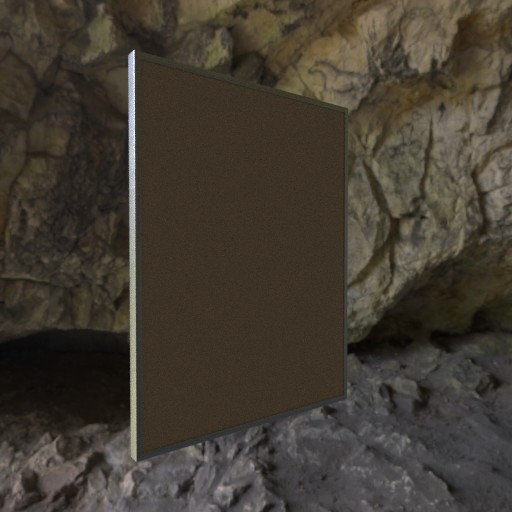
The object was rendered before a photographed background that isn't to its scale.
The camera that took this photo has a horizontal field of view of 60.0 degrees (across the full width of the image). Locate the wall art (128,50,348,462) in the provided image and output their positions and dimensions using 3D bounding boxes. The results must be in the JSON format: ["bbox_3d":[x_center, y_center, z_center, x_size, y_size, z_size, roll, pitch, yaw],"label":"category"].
[{"bbox_3d":[0.000,0.000,1.396,0.803,1.062,0.041,-1,2,-36],"label":"wall art"}]
